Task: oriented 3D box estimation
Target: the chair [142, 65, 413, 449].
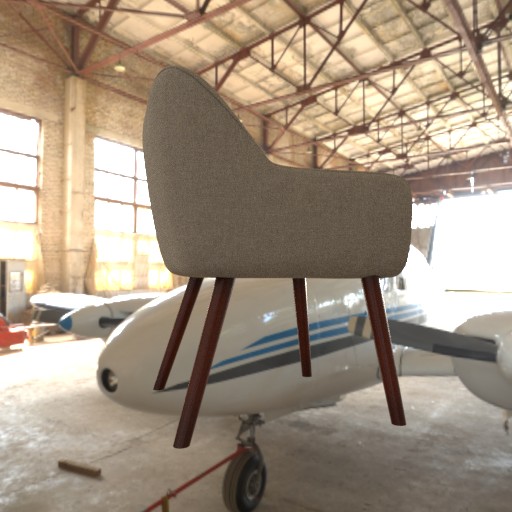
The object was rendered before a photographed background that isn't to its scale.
[{"bbox_3d":[0.000,0.000,1.238,0.610,0.813,0.610,1,-3,-18],"label":"chair"}]
